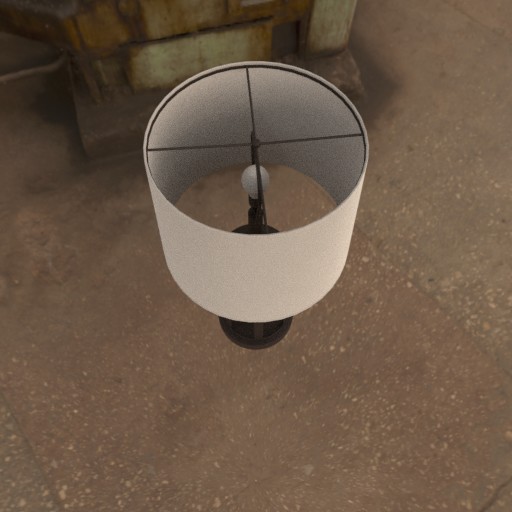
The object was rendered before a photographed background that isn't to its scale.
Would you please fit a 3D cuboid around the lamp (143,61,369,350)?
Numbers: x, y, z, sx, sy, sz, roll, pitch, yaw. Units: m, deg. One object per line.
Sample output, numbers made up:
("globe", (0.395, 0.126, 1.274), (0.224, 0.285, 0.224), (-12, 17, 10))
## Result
("lamp", (0.000, 0.000, 0.662), (0.251, 0.509, 0.251), (0, 63, 0))
